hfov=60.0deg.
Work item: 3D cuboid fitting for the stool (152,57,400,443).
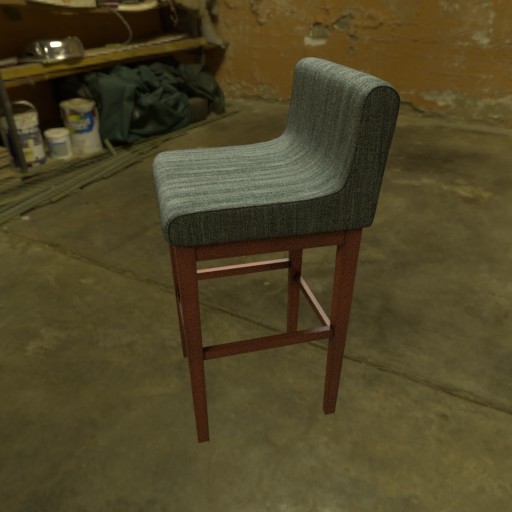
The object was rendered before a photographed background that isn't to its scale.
[{"bbox_3d":[0.000,0.000,1.228,0.499,0.965,0.426,-8,32,-13],"label":"stool"}]
